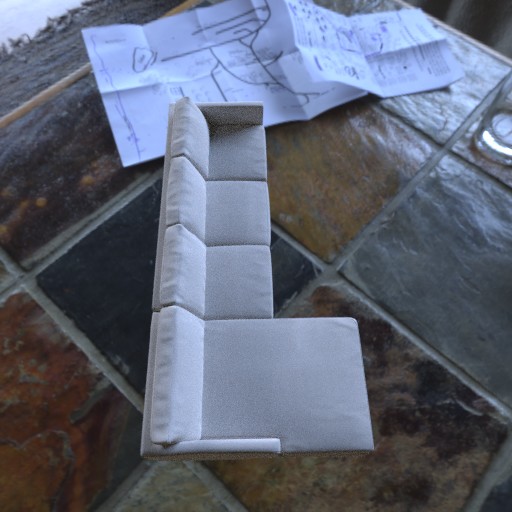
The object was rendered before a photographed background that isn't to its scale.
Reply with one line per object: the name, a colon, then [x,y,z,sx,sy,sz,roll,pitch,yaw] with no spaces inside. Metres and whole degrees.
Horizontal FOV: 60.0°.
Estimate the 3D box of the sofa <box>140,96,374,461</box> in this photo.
sofa: [0.000,0.000,3.846,1.625,0.861,3.186,-1,63,-1]
